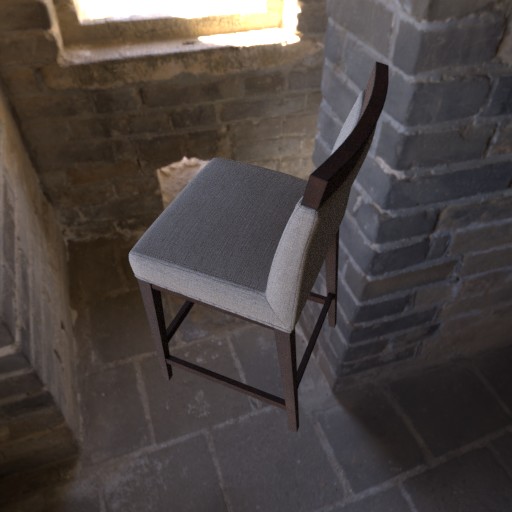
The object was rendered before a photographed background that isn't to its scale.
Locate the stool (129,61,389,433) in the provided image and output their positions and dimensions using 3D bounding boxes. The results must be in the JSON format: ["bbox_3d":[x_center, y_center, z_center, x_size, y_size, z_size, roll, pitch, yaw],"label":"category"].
[{"bbox_3d":[0.000,0.000,1.306,0.531,1.009,0.512,17,48,16],"label":"stool"}]
